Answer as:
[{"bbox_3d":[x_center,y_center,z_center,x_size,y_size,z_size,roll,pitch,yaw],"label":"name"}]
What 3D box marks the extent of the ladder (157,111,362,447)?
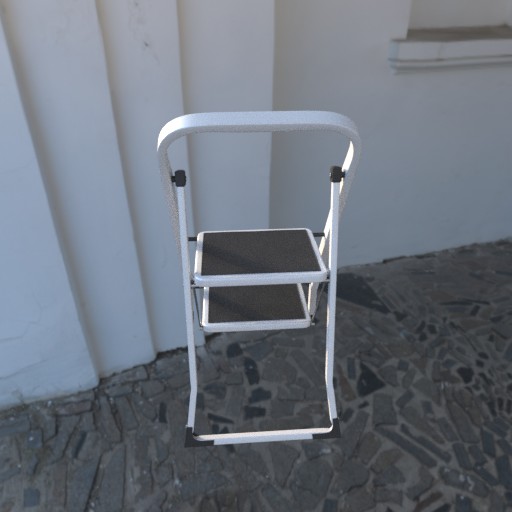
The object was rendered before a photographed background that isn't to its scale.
[{"bbox_3d":[0.000,0.000,1.171,0.460,0.810,0.544,-2,31,-4],"label":"ladder"}]
